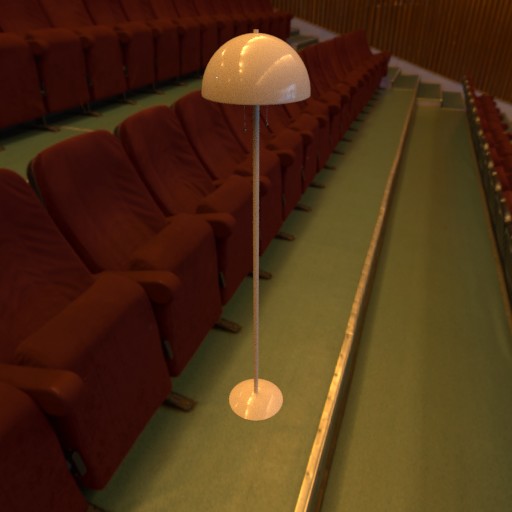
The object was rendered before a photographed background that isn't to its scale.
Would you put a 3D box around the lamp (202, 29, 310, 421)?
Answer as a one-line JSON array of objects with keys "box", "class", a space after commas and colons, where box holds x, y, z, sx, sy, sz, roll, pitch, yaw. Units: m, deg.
[{"box": [0.000, 0.000, 1.625, 0.328, 1.480, 0.328, 10, 31, 17], "class": "lamp"}]
